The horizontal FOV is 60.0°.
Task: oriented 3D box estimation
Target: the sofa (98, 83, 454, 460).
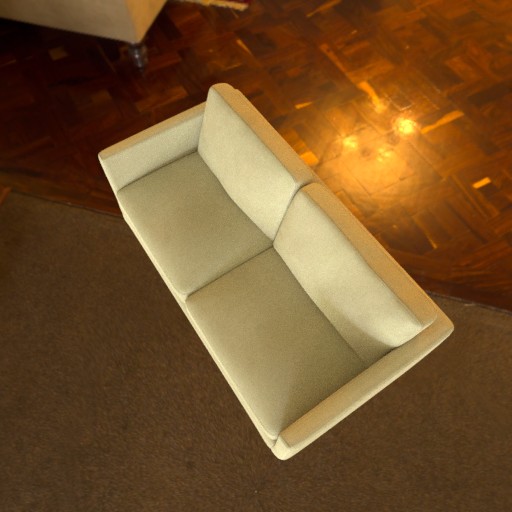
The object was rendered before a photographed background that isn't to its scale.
[{"bbox_3d":[0.000,0.000,2.430,0.950,0.940,1.846,-31,66,-15],"label":"sofa"}]
